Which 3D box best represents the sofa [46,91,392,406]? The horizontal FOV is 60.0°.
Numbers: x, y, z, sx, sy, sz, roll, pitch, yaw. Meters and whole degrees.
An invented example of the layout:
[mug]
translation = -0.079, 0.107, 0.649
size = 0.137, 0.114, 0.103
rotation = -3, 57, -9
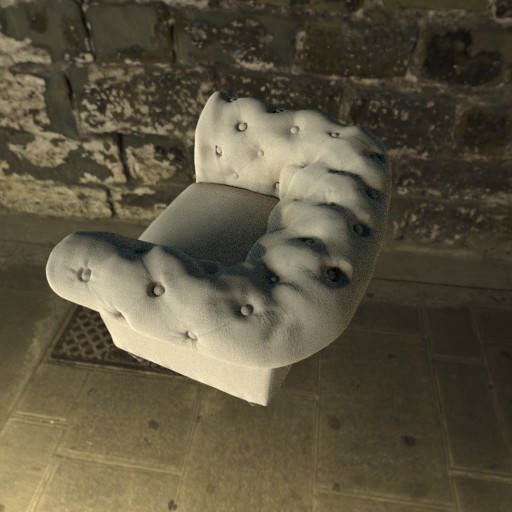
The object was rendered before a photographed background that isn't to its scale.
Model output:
[sofa]
translation = 0.000, 0.000, 1.992
size = 1.034, 0.878, 1.405
rotation = 16, 47, 15
